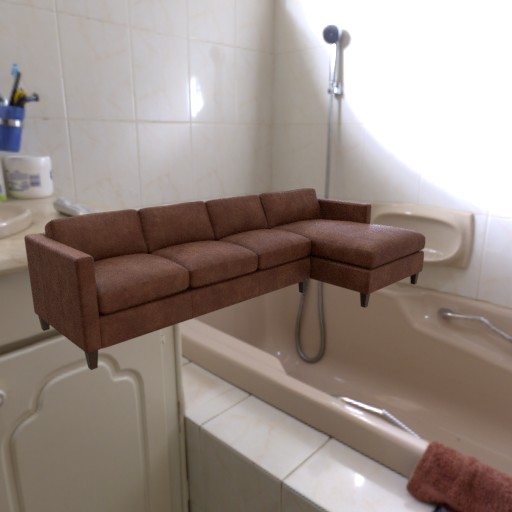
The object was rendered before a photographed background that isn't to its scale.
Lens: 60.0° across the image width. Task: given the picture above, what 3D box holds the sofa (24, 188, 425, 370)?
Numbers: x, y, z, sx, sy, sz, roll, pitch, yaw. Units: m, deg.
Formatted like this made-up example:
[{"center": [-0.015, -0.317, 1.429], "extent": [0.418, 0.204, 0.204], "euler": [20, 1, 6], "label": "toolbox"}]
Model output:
[{"center": [0.000, 0.000, 3.839], "extent": [3.203, 0.883, 1.581], "euler": [-14, 20, -42], "label": "sofa"}]
